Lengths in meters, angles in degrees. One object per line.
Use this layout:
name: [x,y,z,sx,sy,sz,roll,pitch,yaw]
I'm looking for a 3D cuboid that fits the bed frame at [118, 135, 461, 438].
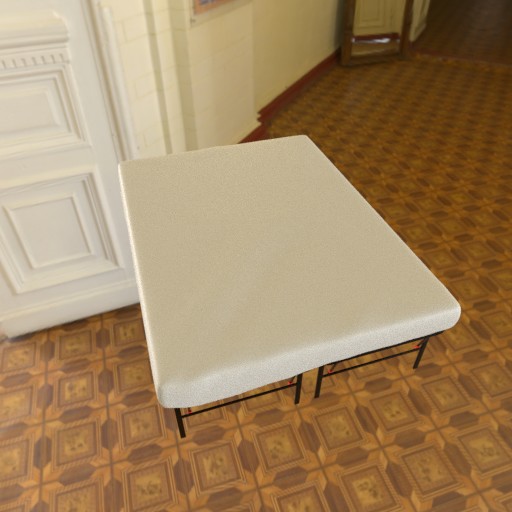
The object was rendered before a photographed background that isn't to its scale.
bed frame: [0.000,0.000,2.991,1.584,0.667,2.151,-12,42,-13]
